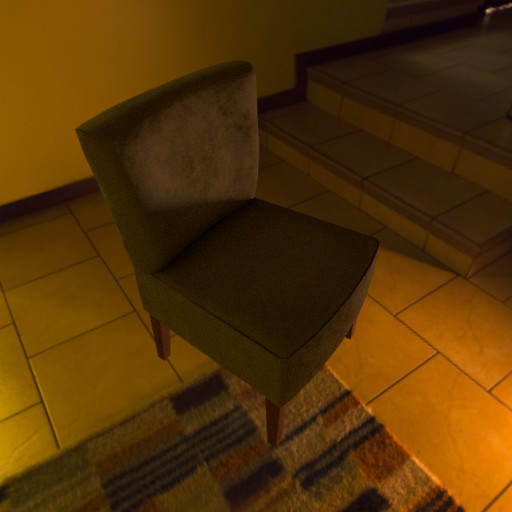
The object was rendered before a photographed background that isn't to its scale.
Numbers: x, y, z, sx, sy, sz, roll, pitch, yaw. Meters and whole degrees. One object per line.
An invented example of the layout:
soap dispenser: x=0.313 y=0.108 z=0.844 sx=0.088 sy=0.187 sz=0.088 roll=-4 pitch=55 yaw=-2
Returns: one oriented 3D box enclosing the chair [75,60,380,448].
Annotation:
chair: x=0.000 y=0.000 z=1.176 sx=0.554 sy=0.806 sz=0.521 roll=25 pitch=46 yaw=26
